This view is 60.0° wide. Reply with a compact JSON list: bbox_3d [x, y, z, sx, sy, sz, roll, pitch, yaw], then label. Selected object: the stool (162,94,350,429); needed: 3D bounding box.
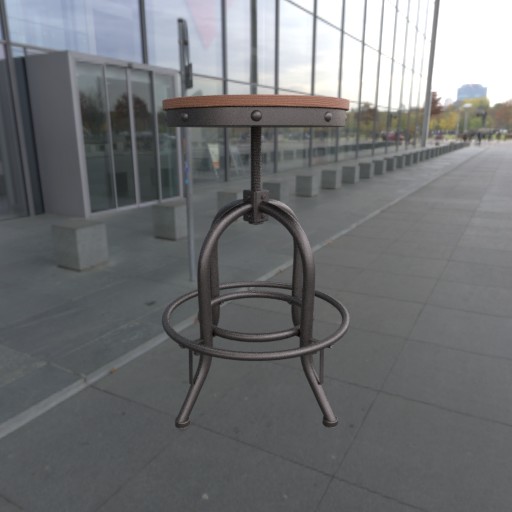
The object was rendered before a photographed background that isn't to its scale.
[{"bbox_3d":[0.000,0.000,0.925,0.439,0.609,0.439,15,22,43],"label":"stool"}]
